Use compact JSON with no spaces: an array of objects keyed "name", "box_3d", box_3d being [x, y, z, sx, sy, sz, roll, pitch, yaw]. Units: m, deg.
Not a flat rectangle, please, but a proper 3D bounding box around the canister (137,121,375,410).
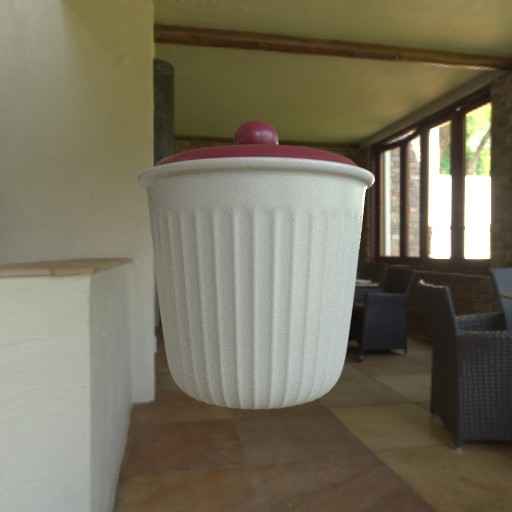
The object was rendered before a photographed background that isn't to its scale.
[{"name":"canister","box_3d":[0.000,0.000,0.351,0.181,0.211,0.181,0,1,0]}]
